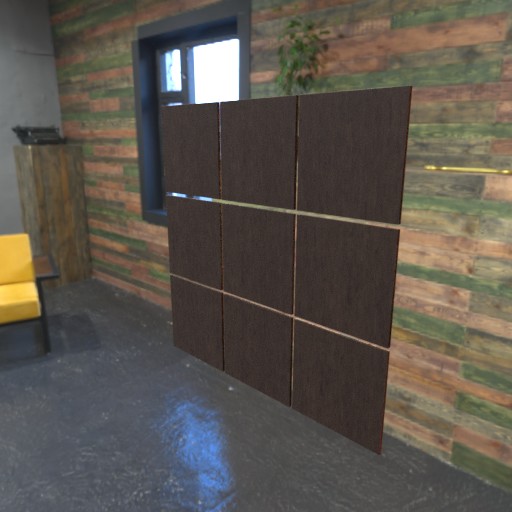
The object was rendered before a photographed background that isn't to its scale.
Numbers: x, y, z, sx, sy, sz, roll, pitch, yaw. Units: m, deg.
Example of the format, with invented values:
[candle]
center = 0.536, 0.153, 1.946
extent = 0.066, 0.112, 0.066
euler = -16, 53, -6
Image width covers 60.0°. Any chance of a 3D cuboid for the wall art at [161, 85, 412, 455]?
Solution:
[wall art]
center = 0.000, 0.000, 1.806
extent = 1.215, 1.213, 0.013
euler = 14, 20, 42
